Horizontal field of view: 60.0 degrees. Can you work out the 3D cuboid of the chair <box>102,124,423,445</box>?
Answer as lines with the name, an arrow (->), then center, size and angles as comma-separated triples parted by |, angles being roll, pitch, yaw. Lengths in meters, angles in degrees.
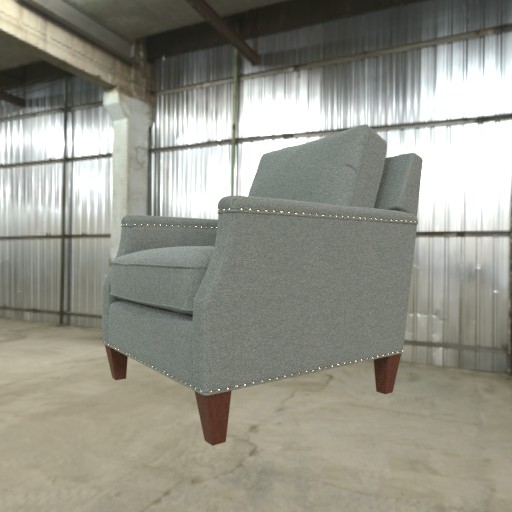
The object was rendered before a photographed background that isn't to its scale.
chair -> 0.000, 0.000, 1.803 | 1.031, 1.031, 0.885 | 0, 0, -36
